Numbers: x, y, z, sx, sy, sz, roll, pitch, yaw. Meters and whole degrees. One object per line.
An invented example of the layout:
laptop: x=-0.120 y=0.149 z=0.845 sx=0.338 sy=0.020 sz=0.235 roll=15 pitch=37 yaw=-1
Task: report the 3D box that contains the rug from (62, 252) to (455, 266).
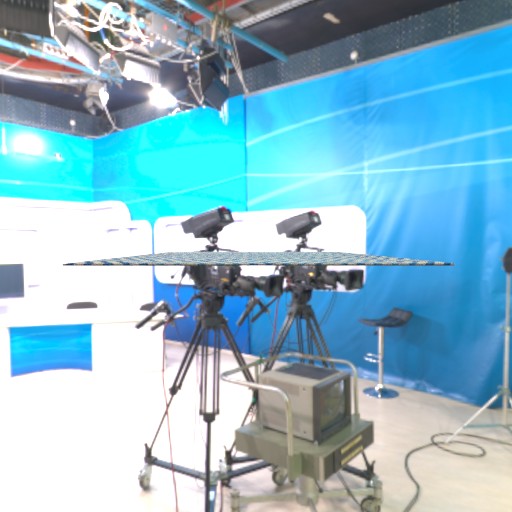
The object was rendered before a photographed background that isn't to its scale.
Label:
rug: x=0.000 y=0.000 z=2.289 sx=1.225 sy=0.008 sz=1.830 roll=0 pitch=2 yaw=-1
